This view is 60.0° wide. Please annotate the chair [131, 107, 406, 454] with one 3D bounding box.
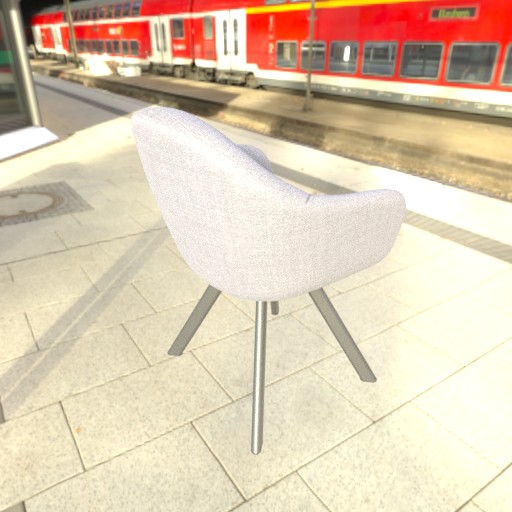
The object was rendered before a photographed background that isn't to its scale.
[{"bbox_3d":[0.000,0.000,1.186,0.550,0.795,0.590,-18,32,-32],"label":"chair"}]
